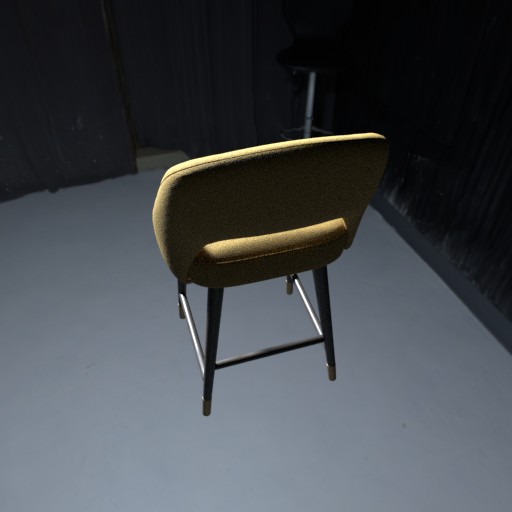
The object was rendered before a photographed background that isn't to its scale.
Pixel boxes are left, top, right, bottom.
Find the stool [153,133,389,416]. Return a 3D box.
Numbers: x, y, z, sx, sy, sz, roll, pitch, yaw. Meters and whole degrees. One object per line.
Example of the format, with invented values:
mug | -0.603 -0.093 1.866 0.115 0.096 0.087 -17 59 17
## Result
stool | 0.000 0.000 1.278 0.536 0.939 0.522 -11 43 -13
